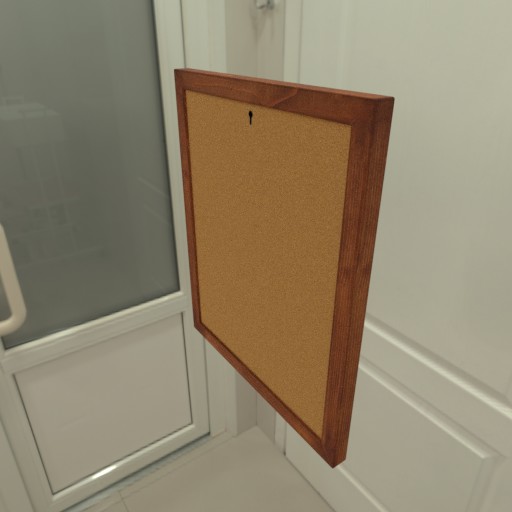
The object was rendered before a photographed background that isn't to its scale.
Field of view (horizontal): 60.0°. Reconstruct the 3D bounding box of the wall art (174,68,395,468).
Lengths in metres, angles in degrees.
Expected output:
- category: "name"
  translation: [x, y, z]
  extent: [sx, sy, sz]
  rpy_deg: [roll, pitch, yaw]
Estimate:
- category: "wall art"
  translation: [0.000, 0.000, 0.750]
  extent: [0.030, 0.558, 0.462]
  rpy_deg: [-18, 32, -31]
